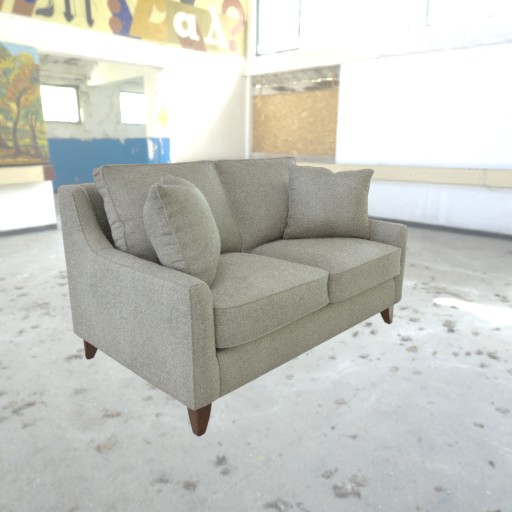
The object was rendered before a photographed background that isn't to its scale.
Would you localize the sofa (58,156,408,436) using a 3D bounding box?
[{"bbox_3d":[0.000,0.000,2.073,0.915,0.863,1.422,14,20,43],"label":"sofa"}]
